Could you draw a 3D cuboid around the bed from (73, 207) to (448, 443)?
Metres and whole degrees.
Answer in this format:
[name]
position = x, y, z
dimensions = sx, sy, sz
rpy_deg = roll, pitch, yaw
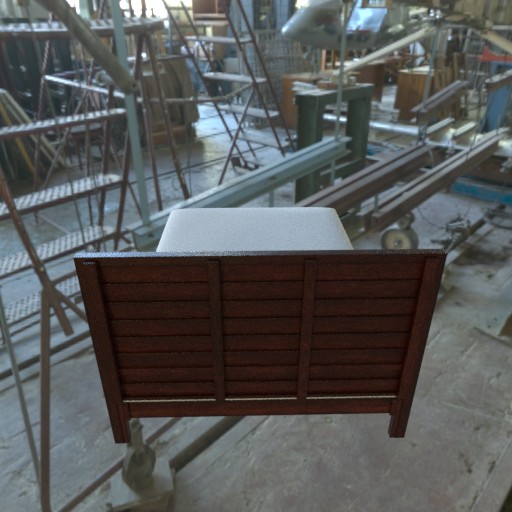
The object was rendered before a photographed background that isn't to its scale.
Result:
[bed]
position = 0.000, 0.000, 3.964
dimensions = 2.040, 1.492, 2.803
rpy_deg = -1, 29, -1
